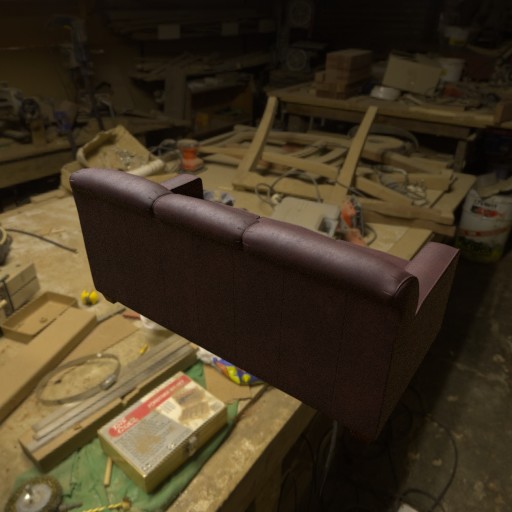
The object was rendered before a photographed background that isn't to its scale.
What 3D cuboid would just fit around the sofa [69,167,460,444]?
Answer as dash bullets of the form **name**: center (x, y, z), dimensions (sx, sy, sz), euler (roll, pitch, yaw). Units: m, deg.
- **sofa**: center (0.000, 0.000, 2.603), dimensions (2.039, 0.953, 1.008), euler (20, 36, 31)
